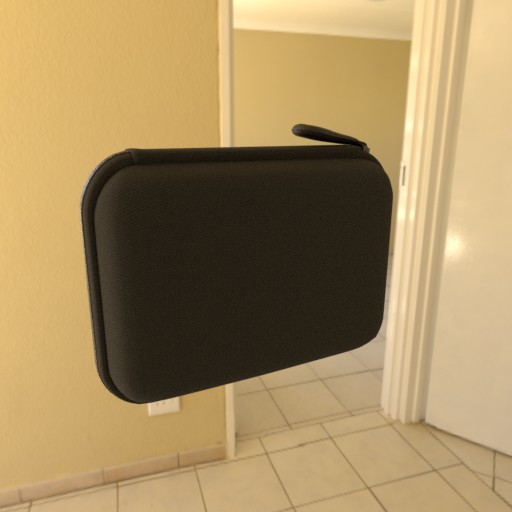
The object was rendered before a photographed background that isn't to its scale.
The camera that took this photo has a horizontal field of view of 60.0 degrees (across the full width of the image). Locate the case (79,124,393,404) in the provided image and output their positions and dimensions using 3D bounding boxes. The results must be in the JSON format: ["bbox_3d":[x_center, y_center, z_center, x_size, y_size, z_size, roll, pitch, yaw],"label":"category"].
[{"bbox_3d":[0.000,0.000,0.183,0.132,0.105,0.038,-8,17,-26],"label":"case"}]
